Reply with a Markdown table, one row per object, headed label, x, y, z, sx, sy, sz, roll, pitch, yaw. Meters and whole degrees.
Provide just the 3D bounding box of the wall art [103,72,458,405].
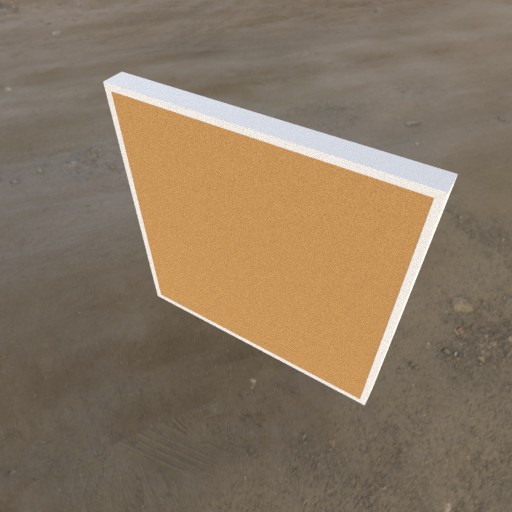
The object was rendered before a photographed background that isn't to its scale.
| label | x | y | z | sx | sy | sz | roll | pitch | yaw |
| --- | --- | --- | --- | --- | --- | --- | --- | --- | --- |
| wall art | 0.000 | 0.000 | 0.456 | 0.304 | 0.304 | 0.024 | 24 | 51 | 21 |
